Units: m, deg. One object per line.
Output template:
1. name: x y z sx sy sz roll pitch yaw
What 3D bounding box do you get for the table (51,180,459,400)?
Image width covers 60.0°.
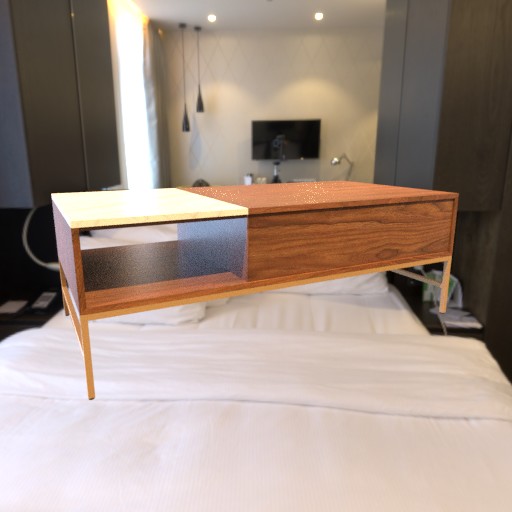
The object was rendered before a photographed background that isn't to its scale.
1. table: 0.000 0.000 1.962 1.553 0.551 0.789 -7 16 -27
